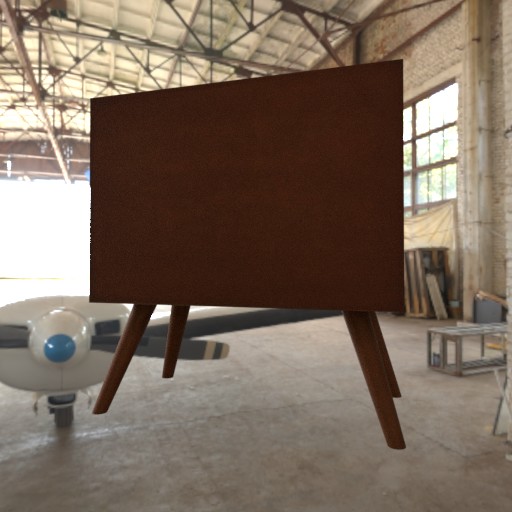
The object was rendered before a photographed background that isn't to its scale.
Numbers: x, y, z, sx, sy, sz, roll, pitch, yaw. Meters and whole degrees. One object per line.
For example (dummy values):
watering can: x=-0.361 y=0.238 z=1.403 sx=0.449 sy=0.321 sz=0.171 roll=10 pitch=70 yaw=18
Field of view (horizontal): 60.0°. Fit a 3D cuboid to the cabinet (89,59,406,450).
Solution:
cabinet: x=0.000 y=0.000 z=1.132 sx=0.712 sy=0.748 sz=0.388 roll=0 pitch=-1 yaw=17
